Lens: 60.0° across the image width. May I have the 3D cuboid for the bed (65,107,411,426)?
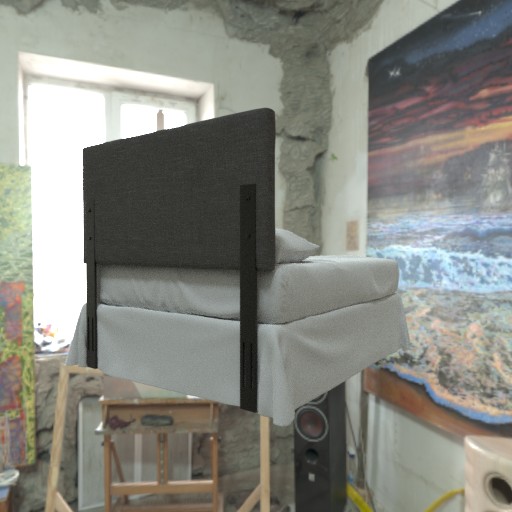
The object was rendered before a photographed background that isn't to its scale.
[{"bbox_3d":[0.000,0.000,3.547,1.936,1.577,2.222,1,2,36],"label":"bed"}]
